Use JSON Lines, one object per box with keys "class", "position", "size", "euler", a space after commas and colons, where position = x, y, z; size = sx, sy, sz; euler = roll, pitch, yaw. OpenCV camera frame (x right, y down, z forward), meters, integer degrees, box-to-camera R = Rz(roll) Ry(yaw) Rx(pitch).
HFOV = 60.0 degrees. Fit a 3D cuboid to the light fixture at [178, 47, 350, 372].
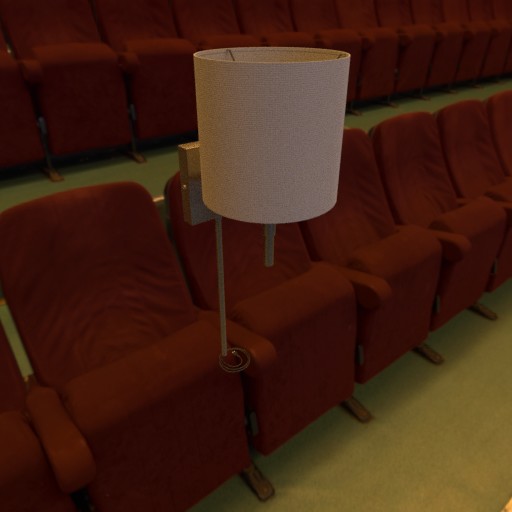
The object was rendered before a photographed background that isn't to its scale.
{"class": "light fixture", "position": [0.000, 0.000, 0.702], "size": [0.188, 0.589, 0.248], "euler": [-22, 36, -33]}
